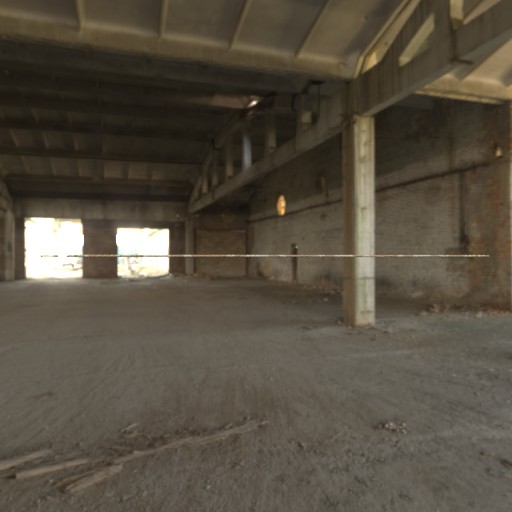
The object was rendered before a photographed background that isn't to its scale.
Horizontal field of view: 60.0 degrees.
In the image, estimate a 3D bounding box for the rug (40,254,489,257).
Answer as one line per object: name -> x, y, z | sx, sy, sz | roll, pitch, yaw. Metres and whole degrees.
rug -> 0.000, 0.000, 2.984 | 2.435, 0.011, 1.526 | 0, 0, -18
